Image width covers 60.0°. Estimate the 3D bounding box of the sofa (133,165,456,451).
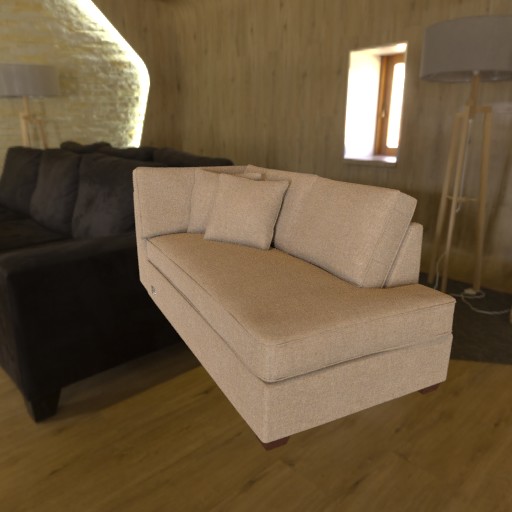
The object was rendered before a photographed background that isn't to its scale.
[{"bbox_3d":[0.000,0.000,2.835,1.110,1.019,2.238,-8,18,-26],"label":"sofa"}]
